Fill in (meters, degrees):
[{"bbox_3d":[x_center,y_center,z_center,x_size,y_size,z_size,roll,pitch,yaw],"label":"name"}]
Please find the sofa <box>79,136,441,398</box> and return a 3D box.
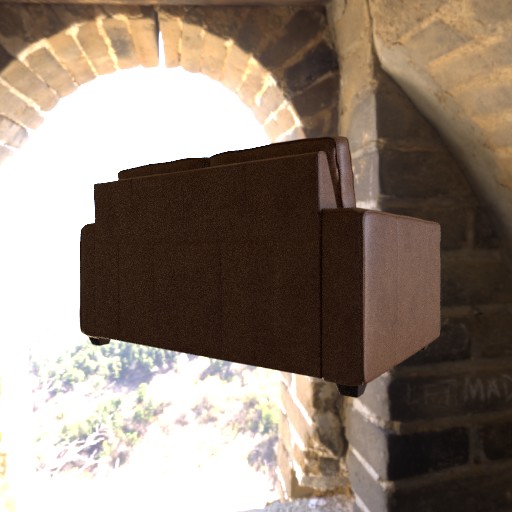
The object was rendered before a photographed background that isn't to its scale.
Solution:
[{"bbox_3d":[0.000,0.000,2.185,1.532,0.896,1.020,1,1,35],"label":"sofa"}]
